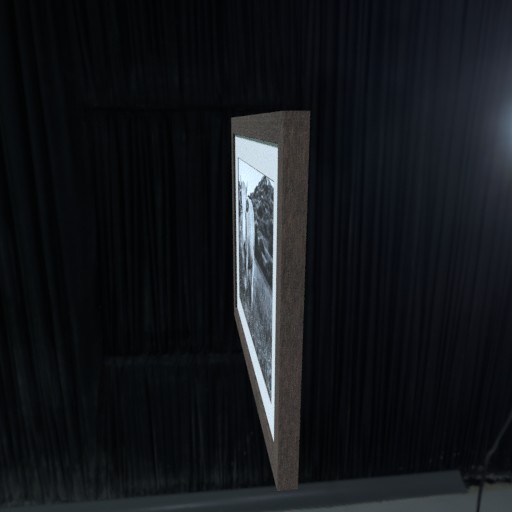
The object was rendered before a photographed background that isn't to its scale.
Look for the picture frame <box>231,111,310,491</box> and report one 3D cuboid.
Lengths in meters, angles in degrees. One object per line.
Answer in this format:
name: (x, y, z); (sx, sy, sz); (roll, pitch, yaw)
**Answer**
picture frame: (0.000, 0.000, 0.753); (0.026, 0.455, 0.546); (-2, 17, -8)
